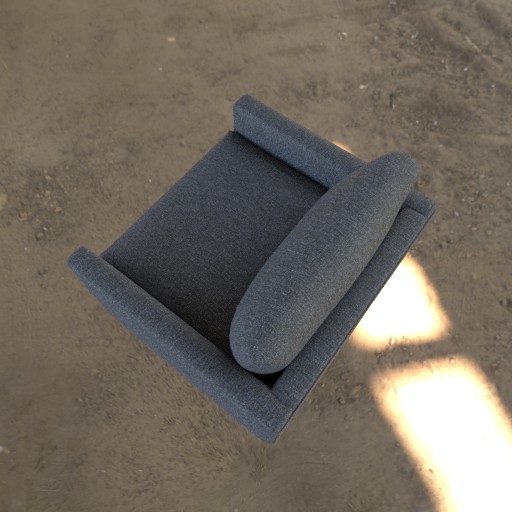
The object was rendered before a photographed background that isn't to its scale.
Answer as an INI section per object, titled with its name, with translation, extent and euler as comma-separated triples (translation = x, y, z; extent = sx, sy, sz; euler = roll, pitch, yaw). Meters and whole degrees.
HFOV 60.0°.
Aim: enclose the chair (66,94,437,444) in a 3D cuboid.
[chair]
translation = 0.000, 0.000, 1.628
extent = 0.866, 0.861, 0.963
euler = 35, 68, 16
